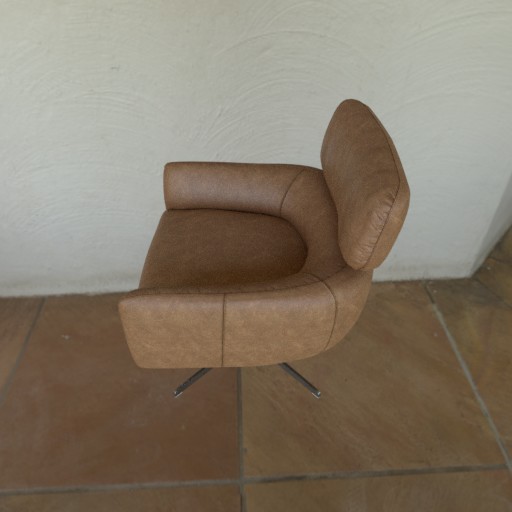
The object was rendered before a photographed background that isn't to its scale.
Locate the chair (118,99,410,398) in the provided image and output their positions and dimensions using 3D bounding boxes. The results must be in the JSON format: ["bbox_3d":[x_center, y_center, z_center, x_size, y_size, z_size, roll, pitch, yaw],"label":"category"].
[{"bbox_3d":[0.000,0.000,1.372,0.715,0.812,0.706,0,40,0],"label":"chair"}]
